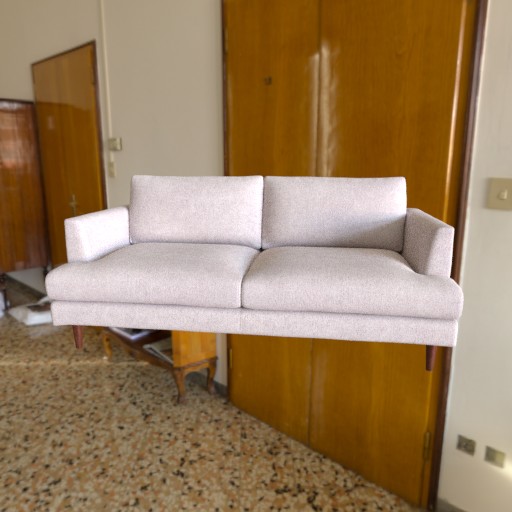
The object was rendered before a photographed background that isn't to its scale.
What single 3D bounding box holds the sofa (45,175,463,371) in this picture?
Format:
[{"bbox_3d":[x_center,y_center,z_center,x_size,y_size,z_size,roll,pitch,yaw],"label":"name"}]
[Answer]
[{"bbox_3d":[0.000,0.000,2.500,1.948,0.868,1.020,2,13,8],"label":"sofa"}]
